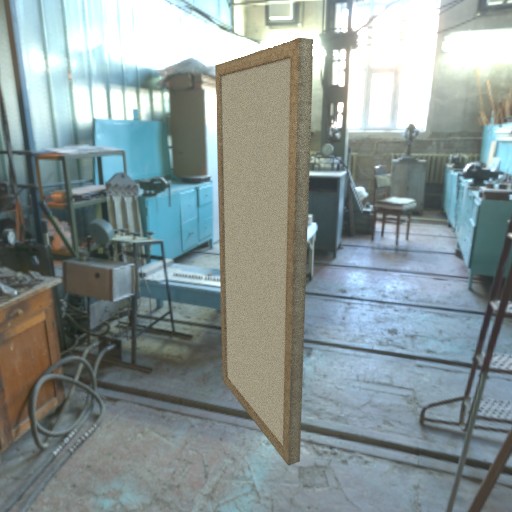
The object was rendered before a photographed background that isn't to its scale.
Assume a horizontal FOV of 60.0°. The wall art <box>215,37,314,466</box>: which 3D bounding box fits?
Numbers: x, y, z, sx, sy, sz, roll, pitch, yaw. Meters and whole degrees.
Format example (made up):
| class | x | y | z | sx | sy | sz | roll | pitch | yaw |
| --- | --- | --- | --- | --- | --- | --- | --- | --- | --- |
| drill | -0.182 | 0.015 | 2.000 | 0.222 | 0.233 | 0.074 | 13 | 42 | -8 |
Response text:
| class | x | y | z | sx | sy | sz | roll | pitch | yaw |
| --- | --- | --- | --- | --- | --- | --- | --- | --- | --- |
| wall art | 0.000 | 0.000 | 1.744 | 0.051 | 1.461 | 0.648 | -8 | 18 | -25 |
